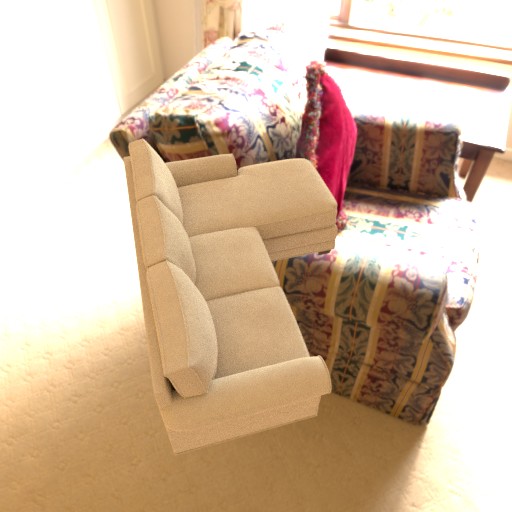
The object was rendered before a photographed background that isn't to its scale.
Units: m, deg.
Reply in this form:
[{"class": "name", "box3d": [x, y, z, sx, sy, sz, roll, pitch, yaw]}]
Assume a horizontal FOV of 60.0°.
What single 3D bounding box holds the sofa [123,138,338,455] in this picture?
[{"class": "sofa", "box3d": [0.000, 0.000, 2.437, 1.226, 0.734, 1.770, -11, 47, -11]}]
